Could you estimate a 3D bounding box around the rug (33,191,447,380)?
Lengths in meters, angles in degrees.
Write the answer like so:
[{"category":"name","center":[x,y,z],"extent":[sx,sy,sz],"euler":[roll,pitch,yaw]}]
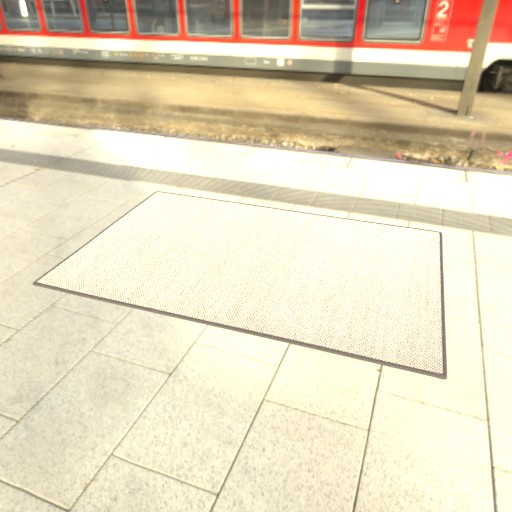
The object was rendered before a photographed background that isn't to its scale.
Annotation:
[{"category":"rug","center":[0.000,0.000,2.098],"extent":[1.676,0.013,1.067],"euler":[10,33,16]}]
